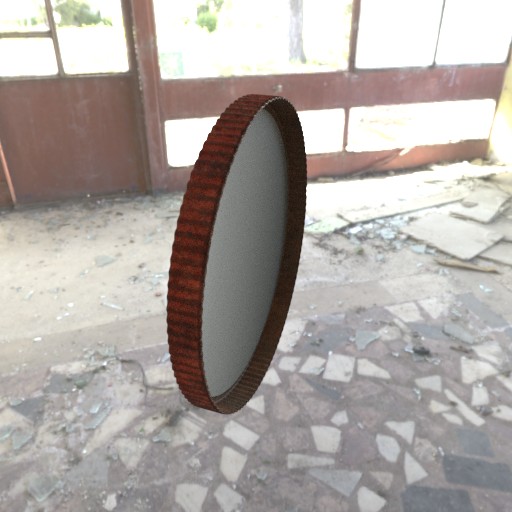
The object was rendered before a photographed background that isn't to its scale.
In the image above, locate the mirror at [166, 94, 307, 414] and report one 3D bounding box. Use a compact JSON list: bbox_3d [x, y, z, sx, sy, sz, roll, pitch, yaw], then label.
[{"bbox_3d":[0.000,0.000,0.890,0.056,0.609,0.609,10,31,17],"label":"mirror"}]
